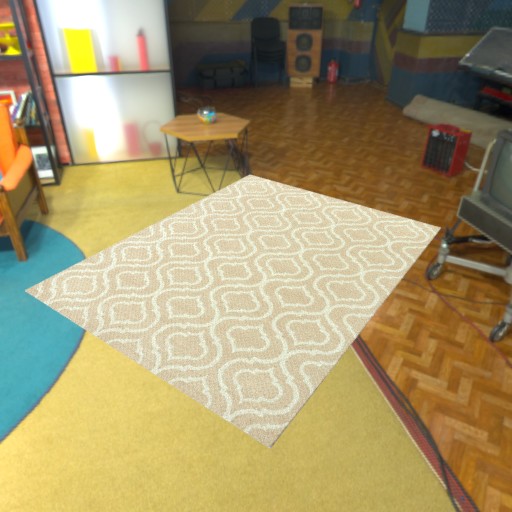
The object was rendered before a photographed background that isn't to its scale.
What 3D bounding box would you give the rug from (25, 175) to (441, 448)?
[{"bbox_3d":[0.000,0.000,3.827,2.286,0.013,2.894,21,38,30],"label":"rug"}]
